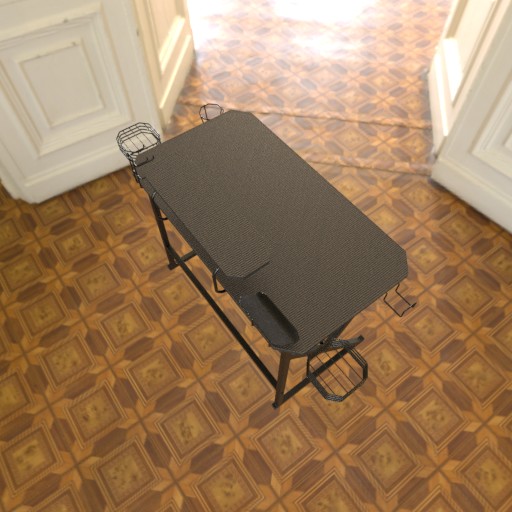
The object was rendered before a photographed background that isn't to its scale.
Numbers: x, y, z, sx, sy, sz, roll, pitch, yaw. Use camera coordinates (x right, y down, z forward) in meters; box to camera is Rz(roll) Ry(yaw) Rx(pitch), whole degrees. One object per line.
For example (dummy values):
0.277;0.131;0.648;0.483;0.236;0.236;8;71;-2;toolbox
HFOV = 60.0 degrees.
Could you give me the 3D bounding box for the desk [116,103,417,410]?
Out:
0.000;0.000;1.761;0.580;0.880;1.290;-32;63;-19;desk
